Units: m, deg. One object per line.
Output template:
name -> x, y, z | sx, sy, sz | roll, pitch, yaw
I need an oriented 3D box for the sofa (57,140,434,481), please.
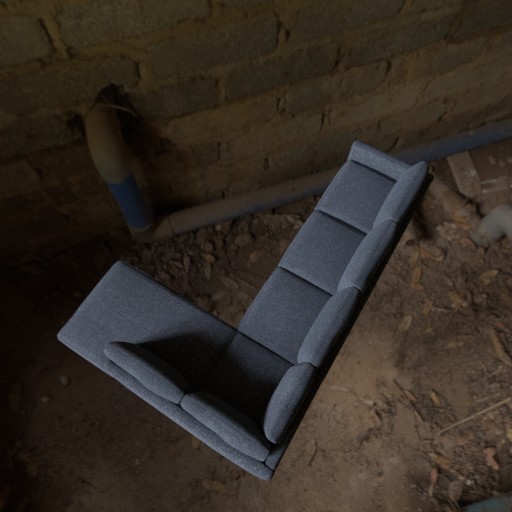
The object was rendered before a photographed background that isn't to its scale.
sofa -> 0.000, 0.000, 3.864 | 2.007, 0.815, 2.949 | 29, 68, 13
